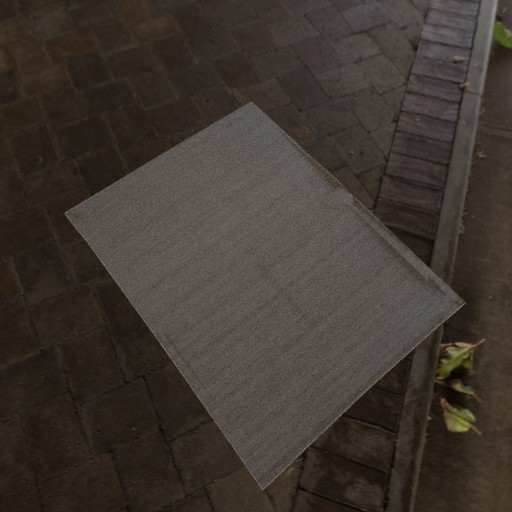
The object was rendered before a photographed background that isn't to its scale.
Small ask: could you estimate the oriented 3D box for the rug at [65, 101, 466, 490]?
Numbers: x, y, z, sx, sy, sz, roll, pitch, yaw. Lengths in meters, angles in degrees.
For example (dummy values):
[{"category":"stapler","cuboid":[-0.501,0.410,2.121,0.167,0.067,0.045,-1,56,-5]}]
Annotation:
[{"category":"rug","cuboid":[0.000,0.000,5.065,2.873,0.053,3.778,-36,70,-16]}]
